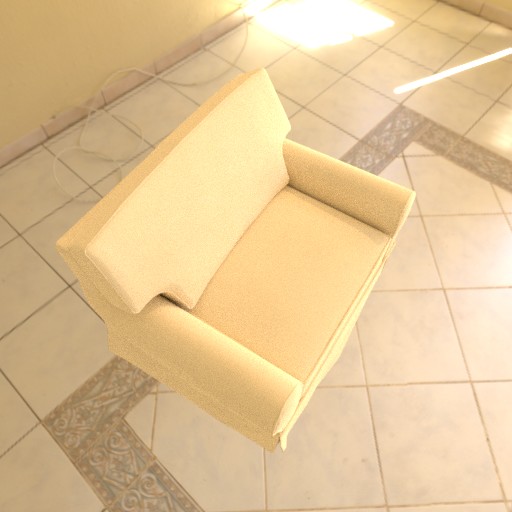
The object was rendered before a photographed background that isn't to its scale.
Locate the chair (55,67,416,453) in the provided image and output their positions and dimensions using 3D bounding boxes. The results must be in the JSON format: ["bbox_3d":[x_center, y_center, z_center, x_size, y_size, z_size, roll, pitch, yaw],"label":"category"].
[{"bbox_3d":[0.000,0.000,1.742,0.904,0.958,1.099,29,63,17],"label":"chair"}]
